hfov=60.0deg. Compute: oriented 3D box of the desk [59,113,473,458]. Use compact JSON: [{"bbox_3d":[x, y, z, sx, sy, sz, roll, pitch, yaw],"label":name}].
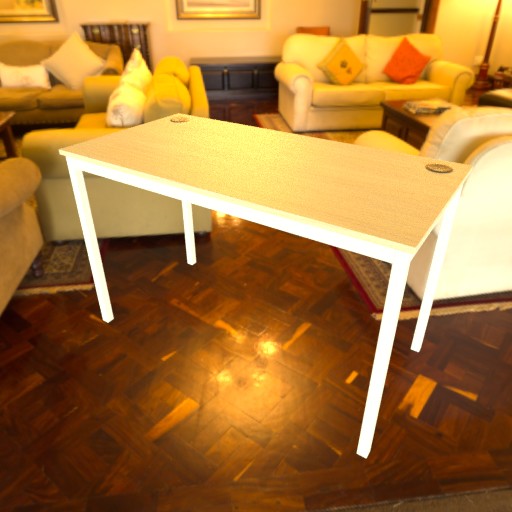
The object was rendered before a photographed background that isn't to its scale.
[{"bbox_3d":[0.000,0.000,1.620,1.200,0.750,0.600,19,36,28],"label":"desk"}]
